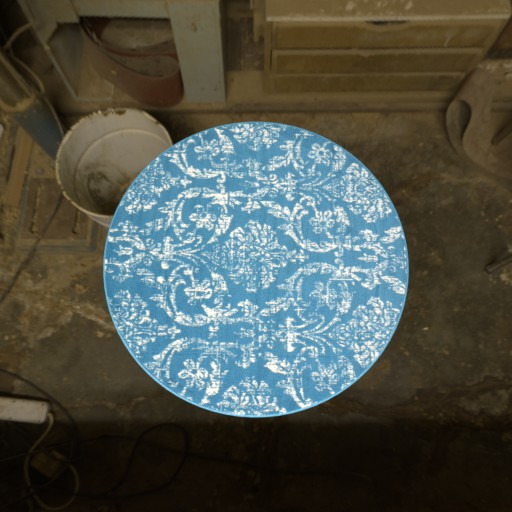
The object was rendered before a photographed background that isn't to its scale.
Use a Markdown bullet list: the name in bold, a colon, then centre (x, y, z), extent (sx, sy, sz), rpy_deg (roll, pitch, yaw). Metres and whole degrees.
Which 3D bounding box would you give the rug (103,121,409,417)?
- **rug**: centre (0.000, 0.000, 2.321), extent (1.593, 0.012, 1.593), rpy_deg (0, 75, 0)
